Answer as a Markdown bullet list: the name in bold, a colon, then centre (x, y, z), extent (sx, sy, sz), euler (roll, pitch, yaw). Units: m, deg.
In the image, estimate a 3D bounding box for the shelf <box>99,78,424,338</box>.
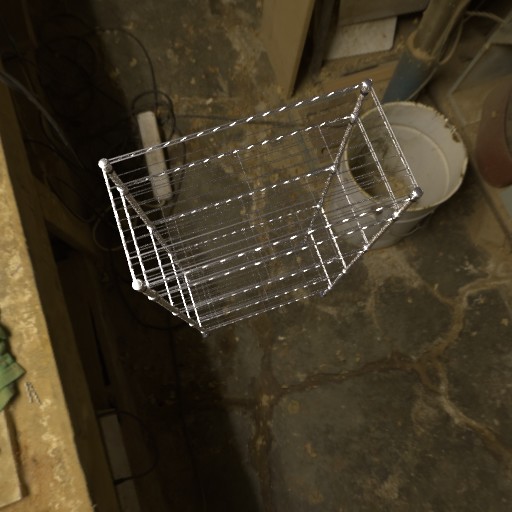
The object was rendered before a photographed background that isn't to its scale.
- **shelf**: centre (0.000, 0.000, 1.870), extent (0.762, 1.587, 0.356), euler (-18, 77, -5)
